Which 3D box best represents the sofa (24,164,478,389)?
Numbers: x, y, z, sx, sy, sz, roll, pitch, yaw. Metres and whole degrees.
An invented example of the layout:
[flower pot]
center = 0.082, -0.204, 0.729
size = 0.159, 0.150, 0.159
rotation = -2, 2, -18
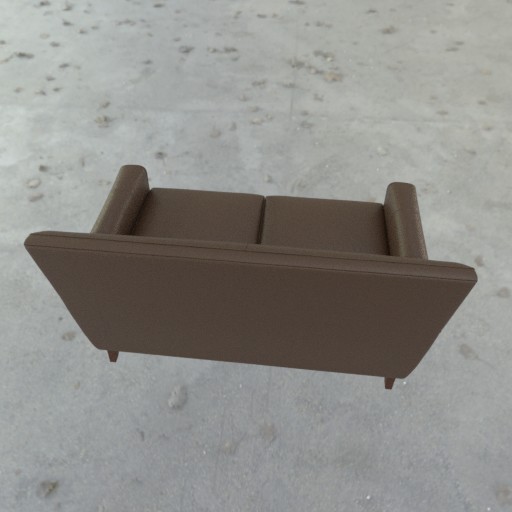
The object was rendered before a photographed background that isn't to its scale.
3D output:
[sofa]
center = 0.000, 0.000, 2.009
size = 1.468, 0.859, 0.853
rotation = 5, 48, 4
